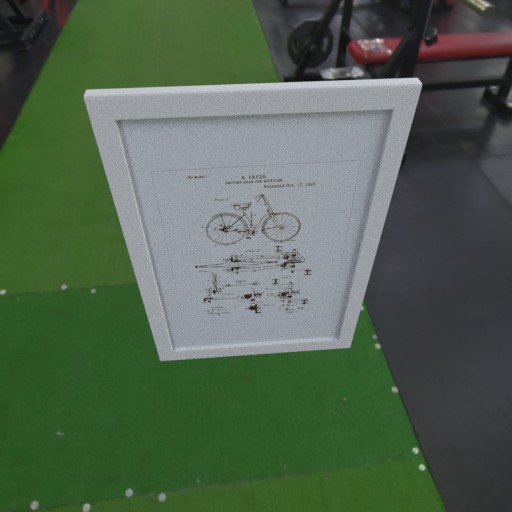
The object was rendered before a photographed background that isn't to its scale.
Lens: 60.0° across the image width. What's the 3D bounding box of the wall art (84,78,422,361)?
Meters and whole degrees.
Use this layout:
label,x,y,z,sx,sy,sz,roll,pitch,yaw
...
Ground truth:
label,x,y,z,sx,sy,sz,roll,pitch,yaw
wall art,0.000,0.000,0.607,0.332,0.477,0.015,-3,46,-3
